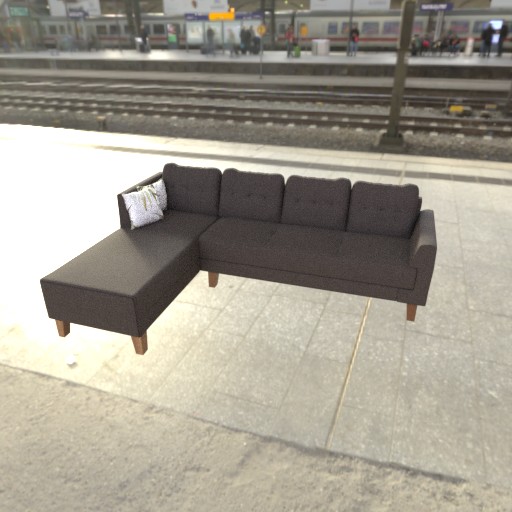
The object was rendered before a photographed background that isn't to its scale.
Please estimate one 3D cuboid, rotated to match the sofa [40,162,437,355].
[{"bbox_3d":[0.000,0.000,3.552,2.679,0.932,1.829,8,28,16],"label":"sofa"}]
